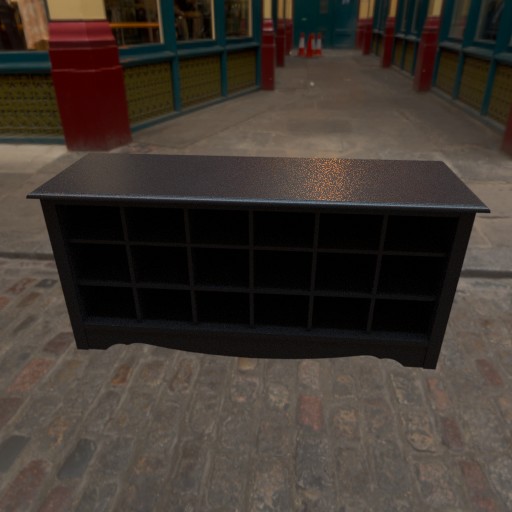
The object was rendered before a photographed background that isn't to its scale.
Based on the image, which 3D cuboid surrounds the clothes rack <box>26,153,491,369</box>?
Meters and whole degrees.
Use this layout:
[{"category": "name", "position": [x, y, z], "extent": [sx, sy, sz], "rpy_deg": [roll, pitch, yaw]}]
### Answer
[{"category": "clothes rack", "position": [0.000, 0.000, 1.464], "extent": [1.219, 0.556, 0.406], "rpy_deg": [2, 29, 4]}]
